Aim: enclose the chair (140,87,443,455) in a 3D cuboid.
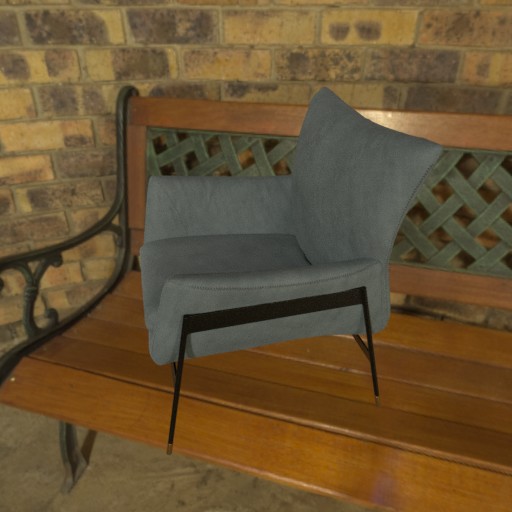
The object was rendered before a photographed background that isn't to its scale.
[{"bbox_3d":[0.000,0.000,1.386,0.709,0.858,0.678,-8,33,-13],"label":"chair"}]
